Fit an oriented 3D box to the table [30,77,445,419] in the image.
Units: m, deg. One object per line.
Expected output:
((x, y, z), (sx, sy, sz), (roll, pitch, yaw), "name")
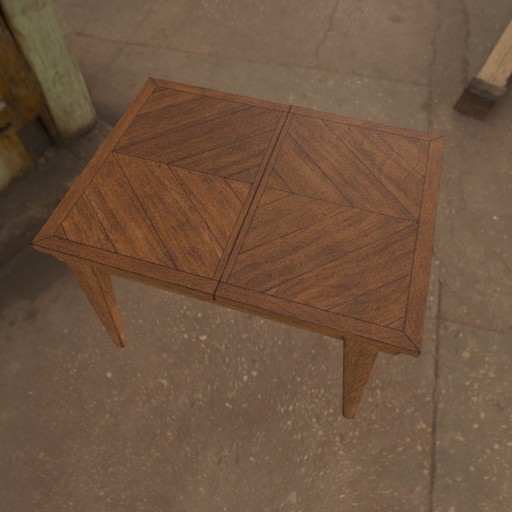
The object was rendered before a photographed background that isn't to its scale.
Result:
((0.000, 0.000, 1.614), (1.027, 0.760, 0.757), (15, 58, 9), "table")
